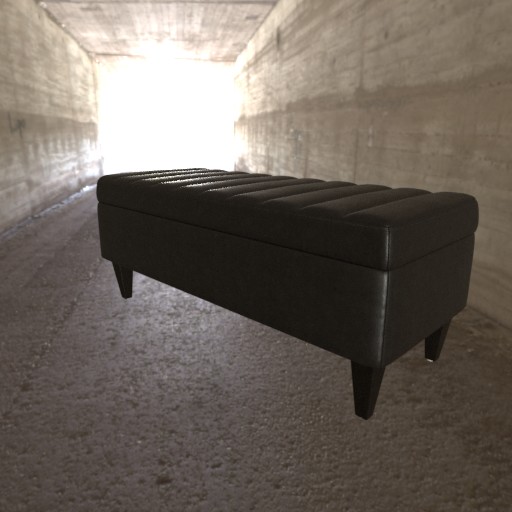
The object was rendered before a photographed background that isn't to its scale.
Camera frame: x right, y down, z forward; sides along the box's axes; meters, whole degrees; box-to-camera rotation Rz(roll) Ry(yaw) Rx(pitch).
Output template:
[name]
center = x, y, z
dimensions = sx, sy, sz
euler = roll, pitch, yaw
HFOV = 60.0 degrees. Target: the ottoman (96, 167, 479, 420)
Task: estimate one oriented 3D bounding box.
[ottoman]
center = 0.000, 0.000, 1.398
dimensions = 1.151, 0.469, 0.482
euler = 15, 22, 42
